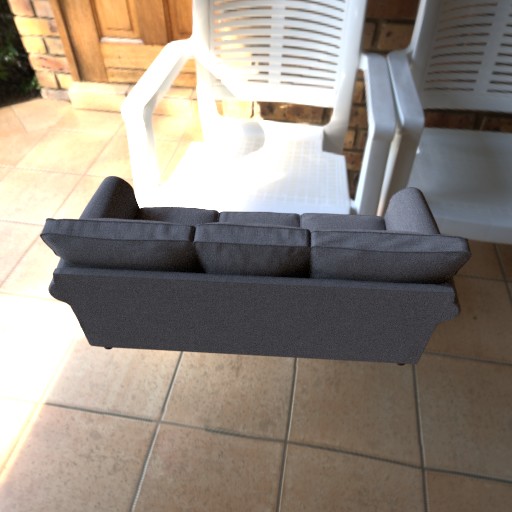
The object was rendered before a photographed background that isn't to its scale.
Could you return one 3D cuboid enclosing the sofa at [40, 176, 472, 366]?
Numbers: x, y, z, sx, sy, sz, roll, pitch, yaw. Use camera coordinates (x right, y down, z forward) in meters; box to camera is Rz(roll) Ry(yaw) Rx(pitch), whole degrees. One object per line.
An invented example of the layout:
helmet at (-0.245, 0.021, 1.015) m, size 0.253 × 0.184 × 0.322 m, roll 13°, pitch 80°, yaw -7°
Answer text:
sofa at (0.000, 0.000, 2.617) m, size 2.084 × 0.961 × 0.916 m, roll 3°, pitch 46°, yaw 3°
